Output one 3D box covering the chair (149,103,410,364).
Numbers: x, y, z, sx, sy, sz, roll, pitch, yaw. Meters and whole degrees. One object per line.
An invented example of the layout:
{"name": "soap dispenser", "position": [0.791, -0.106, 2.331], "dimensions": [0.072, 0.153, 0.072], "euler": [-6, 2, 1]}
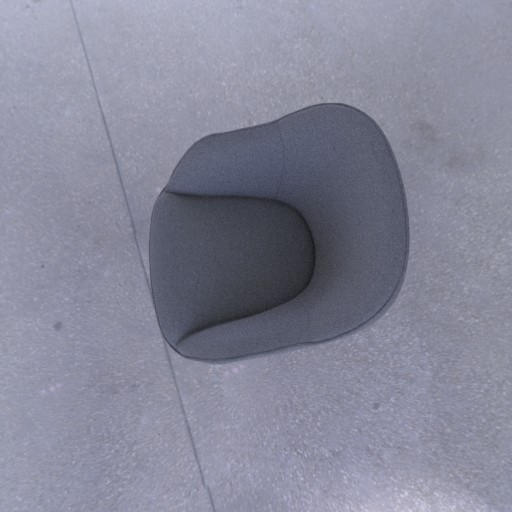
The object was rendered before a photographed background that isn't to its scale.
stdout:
{"name": "chair", "position": [0.000, 0.000, 1.271], "dimensions": [0.611, 0.810, 0.589], "euler": [-7, 75, -2]}
